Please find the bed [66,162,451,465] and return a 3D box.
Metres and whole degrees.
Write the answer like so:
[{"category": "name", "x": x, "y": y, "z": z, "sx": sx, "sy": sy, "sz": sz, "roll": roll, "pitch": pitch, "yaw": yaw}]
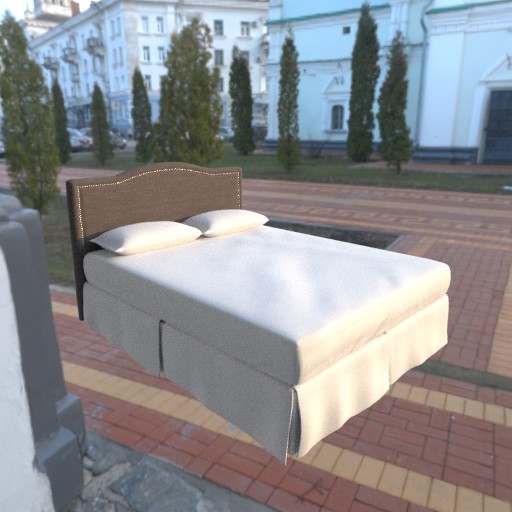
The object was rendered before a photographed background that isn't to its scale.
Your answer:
[{"category": "bed", "x": 0.000, "y": 0.000, "z": 3.820, "sx": 2.689, "sy": 1.457, "sz": 2.161, "roll": 15, "pitch": 22, "yaw": 43}]
